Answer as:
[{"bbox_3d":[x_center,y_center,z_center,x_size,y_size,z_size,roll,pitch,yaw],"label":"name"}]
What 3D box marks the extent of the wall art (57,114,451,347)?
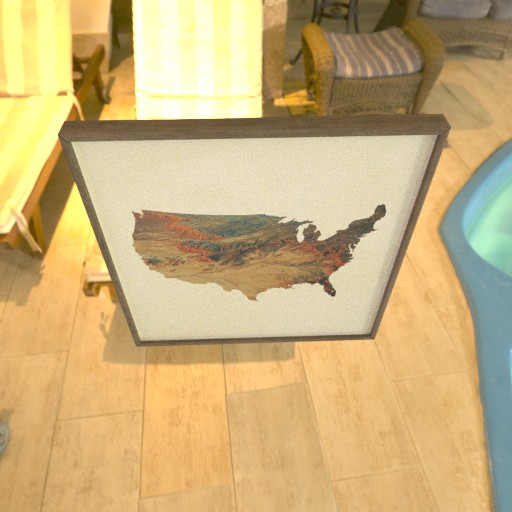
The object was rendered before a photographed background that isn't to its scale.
[{"bbox_3d":[0.000,0.000,1.132,0.749,0.751,0.050,-1,47,-1],"label":"wall art"}]
